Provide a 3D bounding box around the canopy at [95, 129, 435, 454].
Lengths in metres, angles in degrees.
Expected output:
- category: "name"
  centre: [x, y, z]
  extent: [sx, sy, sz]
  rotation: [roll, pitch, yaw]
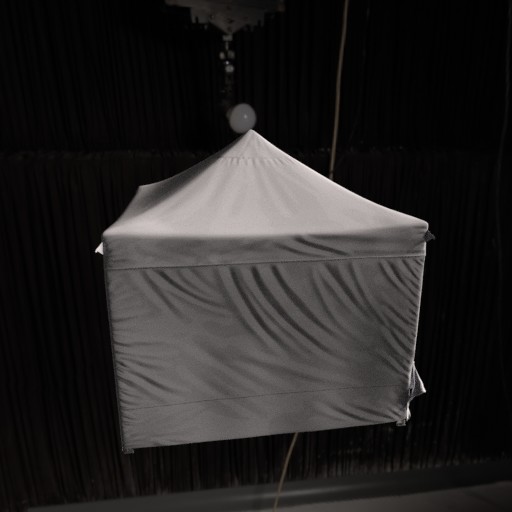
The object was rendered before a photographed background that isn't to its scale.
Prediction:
- category: "canopy"
  centre: [0.000, 0.000, 5.460]
  extent: [3.121, 2.997, 3.043]
  rotation: [-2, 17, -8]
